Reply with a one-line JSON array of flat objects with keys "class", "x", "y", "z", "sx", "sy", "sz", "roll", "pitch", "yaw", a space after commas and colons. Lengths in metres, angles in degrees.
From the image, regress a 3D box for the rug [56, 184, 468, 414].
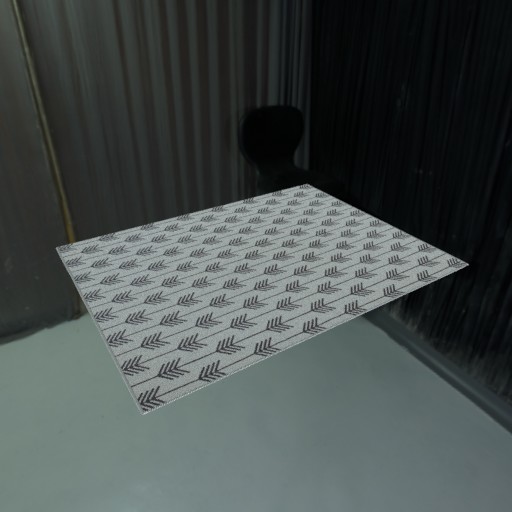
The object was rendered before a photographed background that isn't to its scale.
[{"class": "rug", "x": 0.000, "y": 0.000, "z": 4.112, "sx": 3.061, "sy": 0.010, "sz": 2.330, "roll": -18, "pitch": 35, "yaw": -28}]
